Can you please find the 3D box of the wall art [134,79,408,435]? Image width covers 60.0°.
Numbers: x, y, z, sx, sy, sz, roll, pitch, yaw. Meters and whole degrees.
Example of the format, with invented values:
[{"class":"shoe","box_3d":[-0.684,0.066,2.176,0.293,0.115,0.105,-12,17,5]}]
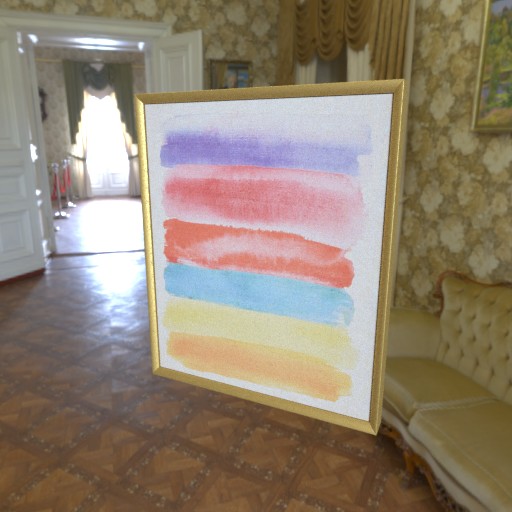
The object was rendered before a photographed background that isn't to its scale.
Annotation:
[{"class":"wall art","box_3d":[0.000,0.000,0.905,0.537,0.642,0.048,7,16,25]}]
